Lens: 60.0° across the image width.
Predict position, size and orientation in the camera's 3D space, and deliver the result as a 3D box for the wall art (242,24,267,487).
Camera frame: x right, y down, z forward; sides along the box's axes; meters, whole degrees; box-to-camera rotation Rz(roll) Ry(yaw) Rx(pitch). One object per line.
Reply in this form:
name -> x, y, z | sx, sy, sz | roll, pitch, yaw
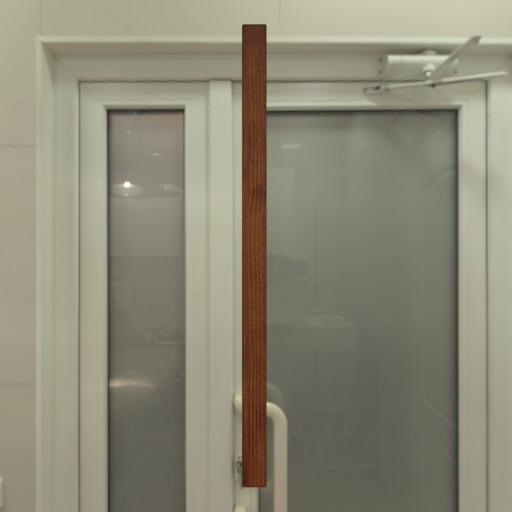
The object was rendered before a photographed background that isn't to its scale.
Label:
wall art -> 0.000, 0.000, 0.763 | 0.030, 0.558, 0.462 | 0, 0, 1
